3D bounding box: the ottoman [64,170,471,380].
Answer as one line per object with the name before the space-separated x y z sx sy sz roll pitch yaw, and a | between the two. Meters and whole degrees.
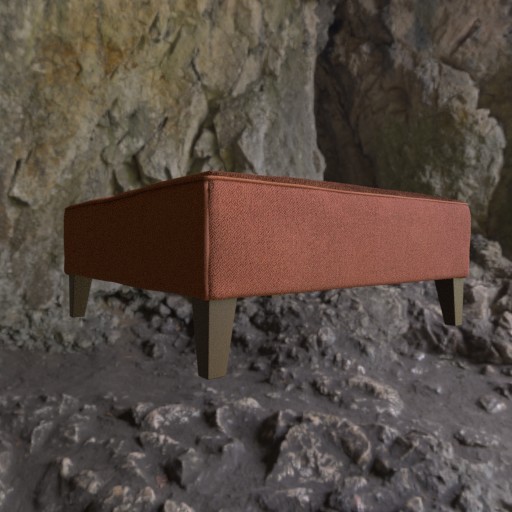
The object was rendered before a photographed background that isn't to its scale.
ottoman | 0.000 0.000 1.495 0.997 0.438 0.999 -1 2 -38
